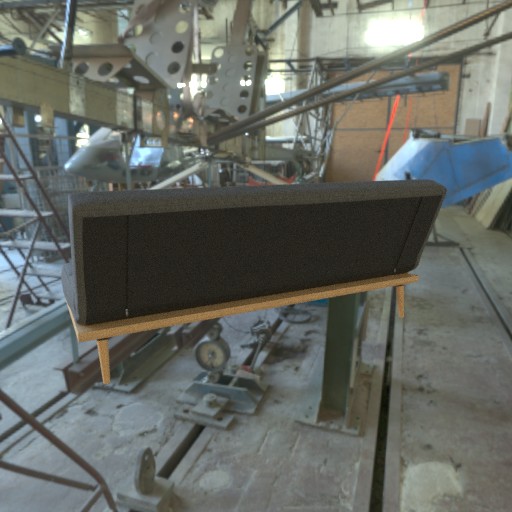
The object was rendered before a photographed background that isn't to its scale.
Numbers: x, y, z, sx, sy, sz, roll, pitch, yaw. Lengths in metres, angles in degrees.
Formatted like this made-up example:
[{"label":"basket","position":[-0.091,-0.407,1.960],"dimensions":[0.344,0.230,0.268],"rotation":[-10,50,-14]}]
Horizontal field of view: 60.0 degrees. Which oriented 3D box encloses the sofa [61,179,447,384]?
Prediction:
[{"label":"sofa","position":[0.000,0.000,2.281],"dimensions":[1.820,0.770,0.820],"rotation":[-7,15,-27]}]
